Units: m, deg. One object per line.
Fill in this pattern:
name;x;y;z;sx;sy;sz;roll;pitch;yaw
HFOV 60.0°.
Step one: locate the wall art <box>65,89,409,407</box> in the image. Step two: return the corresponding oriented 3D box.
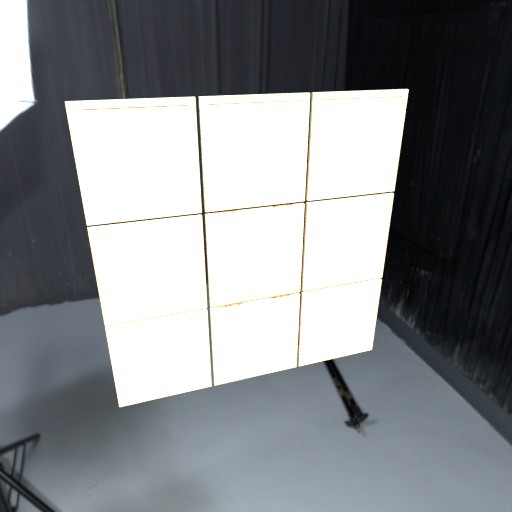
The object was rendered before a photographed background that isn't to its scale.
wall art;0.000;0.000;1.774;1.214;1.219;0.013;-8;27;-17
